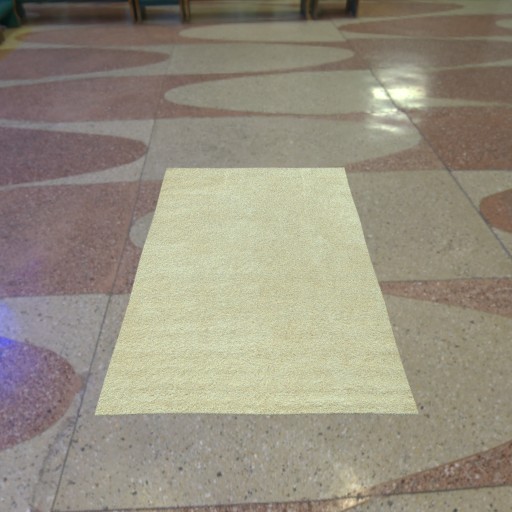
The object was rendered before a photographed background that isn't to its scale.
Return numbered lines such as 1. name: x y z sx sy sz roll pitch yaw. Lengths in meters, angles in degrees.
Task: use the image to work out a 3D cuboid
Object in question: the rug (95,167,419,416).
1. rug: 0.000 0.000 3.480 1.800 0.025 2.699 0 41 0
